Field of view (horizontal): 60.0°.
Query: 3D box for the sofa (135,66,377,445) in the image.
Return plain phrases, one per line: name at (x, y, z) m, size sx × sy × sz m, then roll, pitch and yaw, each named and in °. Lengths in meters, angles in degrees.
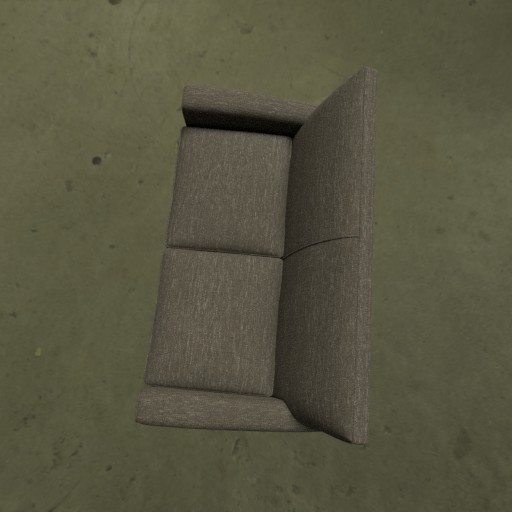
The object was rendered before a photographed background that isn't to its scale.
sofa at (0.000, 0.000, 2.056) m, size 0.867 × 0.905 × 1.509 m, roll 5°, pitch 76°, yaw 1°
